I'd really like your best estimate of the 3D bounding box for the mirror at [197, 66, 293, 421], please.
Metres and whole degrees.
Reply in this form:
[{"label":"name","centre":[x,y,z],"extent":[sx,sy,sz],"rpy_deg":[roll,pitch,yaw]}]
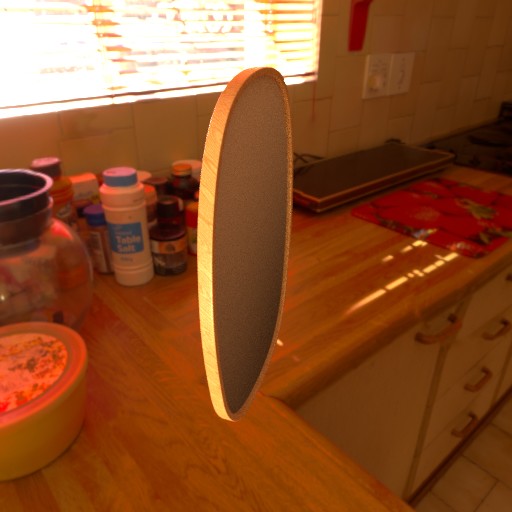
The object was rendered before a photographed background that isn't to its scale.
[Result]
[{"label":"mirror","centre":[0.000,0.000,1.369],"extent":[0.037,1.075,0.724],"rpy_deg":[9,30,17]}]
